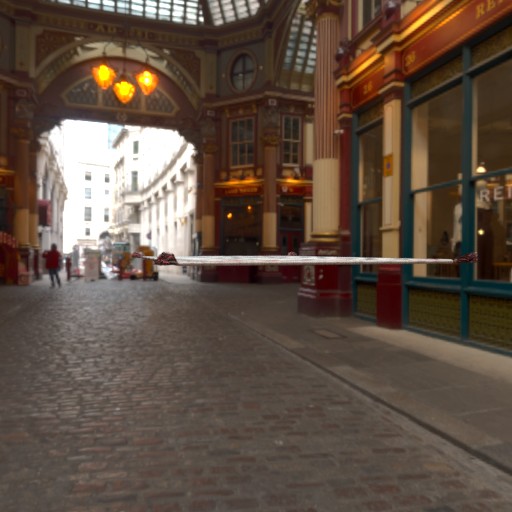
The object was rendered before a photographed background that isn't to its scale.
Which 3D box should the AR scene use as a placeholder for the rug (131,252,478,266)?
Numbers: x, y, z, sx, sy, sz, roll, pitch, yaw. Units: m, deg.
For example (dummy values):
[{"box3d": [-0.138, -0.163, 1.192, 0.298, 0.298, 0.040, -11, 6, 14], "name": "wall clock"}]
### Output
[{"box3d": [0.000, 0.000, 3.370, 1.741, 0.066, 2.672, 0, 1, -18], "name": "rug"}]
